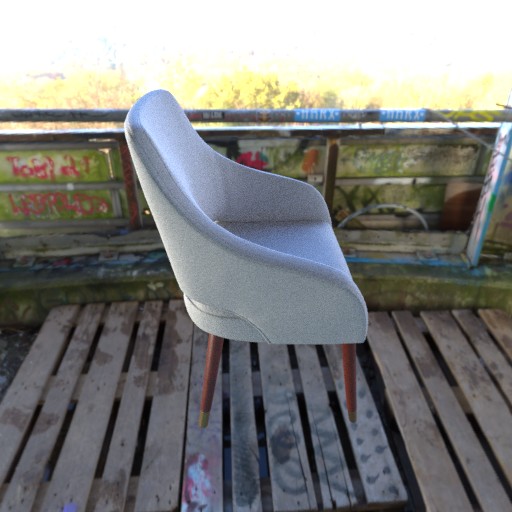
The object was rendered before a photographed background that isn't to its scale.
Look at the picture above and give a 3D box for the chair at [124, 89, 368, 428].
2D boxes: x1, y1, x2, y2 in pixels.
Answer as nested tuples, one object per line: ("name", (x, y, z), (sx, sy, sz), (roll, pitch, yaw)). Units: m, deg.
("chair", (0.000, 0.000, 1.314), (0.600, 0.889, 0.609), (-1, 31, -1))
